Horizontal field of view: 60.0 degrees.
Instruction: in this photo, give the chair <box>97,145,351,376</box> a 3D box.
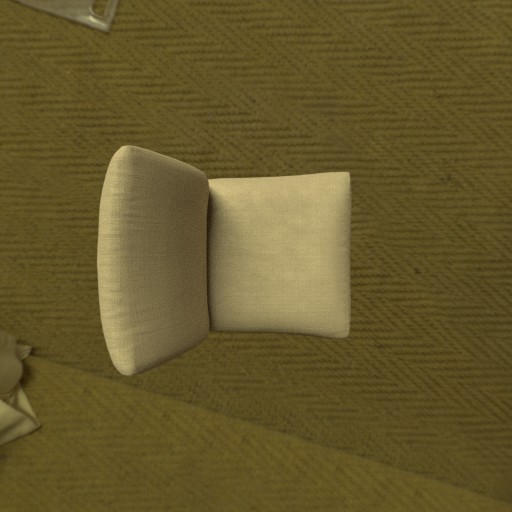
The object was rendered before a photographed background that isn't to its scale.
[{"bbox_3d":[0.000,0.000,1.274,0.585,0.940,0.496,0,91,0],"label":"chair"}]
